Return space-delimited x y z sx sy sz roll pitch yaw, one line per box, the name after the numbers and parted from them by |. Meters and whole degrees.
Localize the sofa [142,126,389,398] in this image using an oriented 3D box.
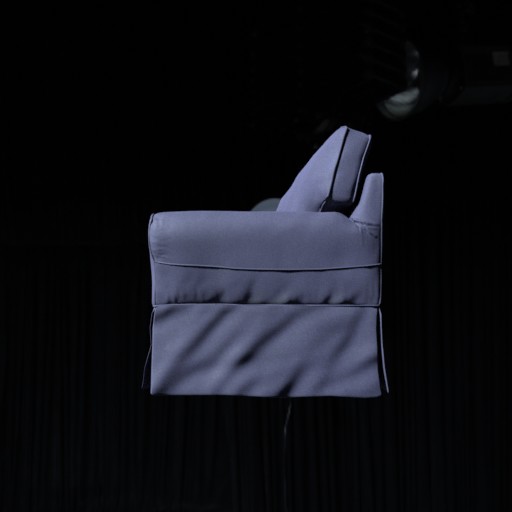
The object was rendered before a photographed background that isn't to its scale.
0.000 0.000 2.809 0.983 1.094 2.256 0 0 -2 | sofa
